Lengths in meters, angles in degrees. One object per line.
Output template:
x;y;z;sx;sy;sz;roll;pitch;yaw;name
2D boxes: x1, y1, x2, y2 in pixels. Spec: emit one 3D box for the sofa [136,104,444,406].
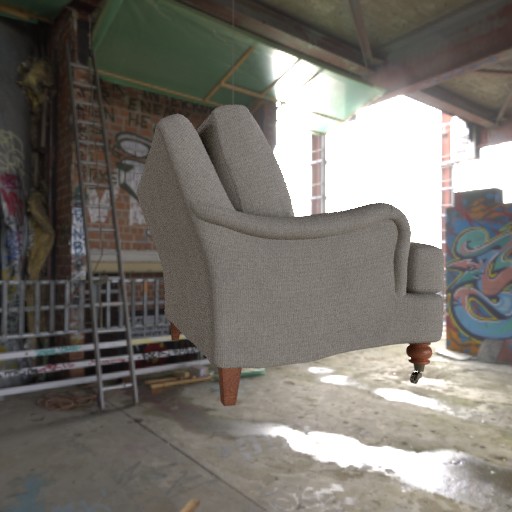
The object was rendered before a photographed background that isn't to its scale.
0.000;0.000;2.185;1.087;0.999;1.480;0;-1;-18;sofa
